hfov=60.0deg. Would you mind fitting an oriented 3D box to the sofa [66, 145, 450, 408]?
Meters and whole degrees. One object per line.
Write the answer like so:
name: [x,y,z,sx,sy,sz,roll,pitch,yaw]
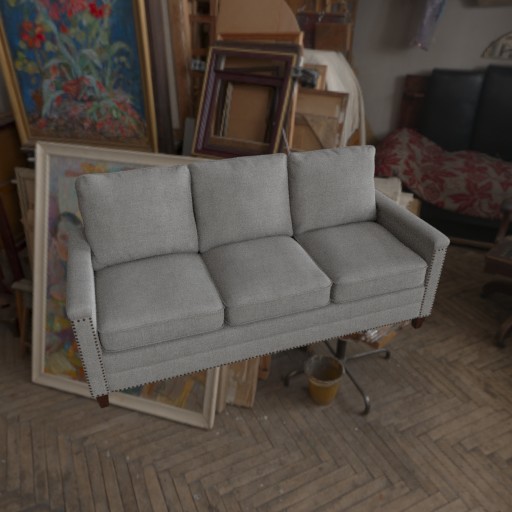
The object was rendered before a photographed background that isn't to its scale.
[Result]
sofa: [0.000,0.000,2.472,1.925,0.959,0.828,-10,32,-16]
